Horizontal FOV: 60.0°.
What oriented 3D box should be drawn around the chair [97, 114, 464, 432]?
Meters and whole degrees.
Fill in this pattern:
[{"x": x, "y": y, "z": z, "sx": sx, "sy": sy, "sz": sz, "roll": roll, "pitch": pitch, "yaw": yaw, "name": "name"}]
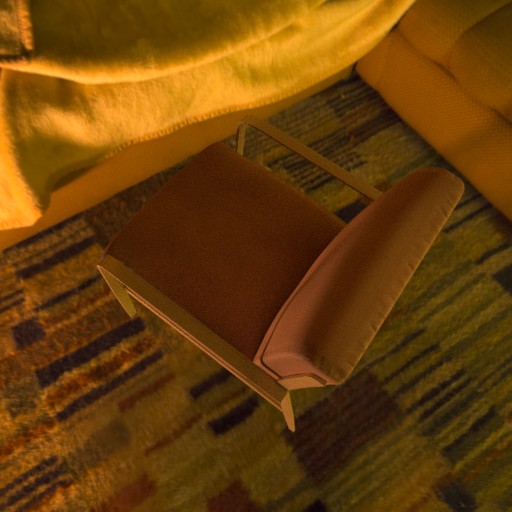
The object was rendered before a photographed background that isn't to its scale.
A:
[{"x": 0.000, "y": 0.000, "z": 1.430, "sx": 0.848, "sy": 0.823, "sz": 0.701, "roll": 33, "pitch": 67, "yaw": 16, "name": "chair"}]
